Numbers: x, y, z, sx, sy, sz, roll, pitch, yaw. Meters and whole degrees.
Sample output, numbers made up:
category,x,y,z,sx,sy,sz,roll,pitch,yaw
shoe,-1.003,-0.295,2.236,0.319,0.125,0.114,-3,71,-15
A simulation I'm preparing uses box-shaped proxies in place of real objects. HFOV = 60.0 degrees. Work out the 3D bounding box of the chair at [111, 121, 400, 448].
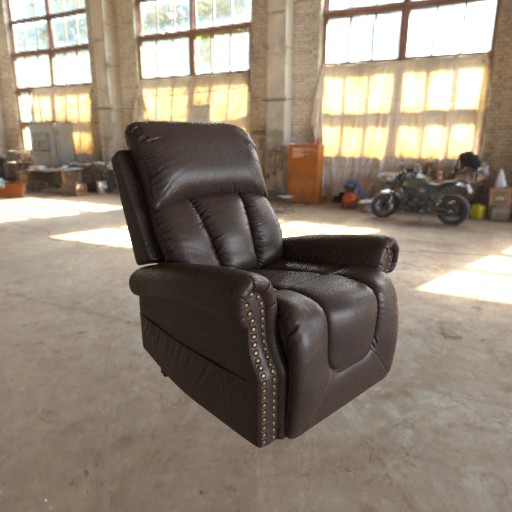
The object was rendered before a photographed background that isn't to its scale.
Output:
category,x,y,z,sx,sy,sz,roll,pitch,yaw
chair,0.000,0.000,1.736,0.869,1.028,0.978,-14,20,-42
